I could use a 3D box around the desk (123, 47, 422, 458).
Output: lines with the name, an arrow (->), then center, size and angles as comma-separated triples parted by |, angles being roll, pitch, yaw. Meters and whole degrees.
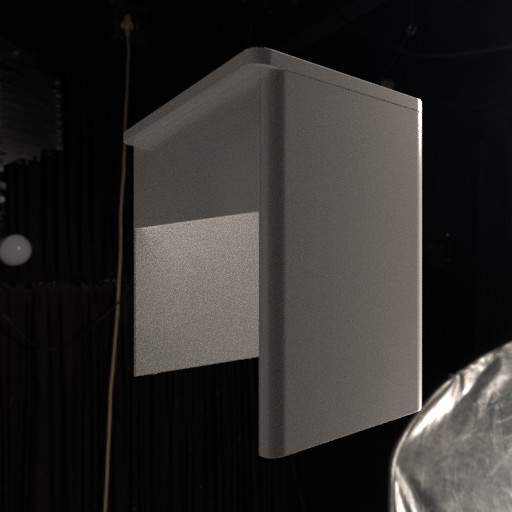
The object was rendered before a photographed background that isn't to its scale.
desk -> 0.000, 0.000, 1.301 | 0.549, 0.800, 0.762 | 0, 0, -35
